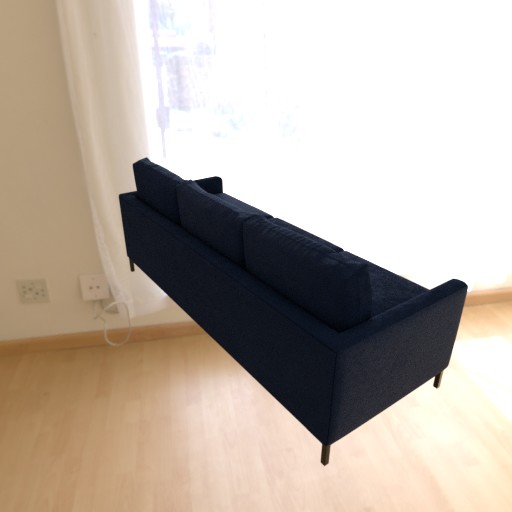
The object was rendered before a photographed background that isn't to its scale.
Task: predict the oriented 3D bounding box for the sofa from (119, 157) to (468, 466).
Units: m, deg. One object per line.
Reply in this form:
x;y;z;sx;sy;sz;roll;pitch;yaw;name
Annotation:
0.000;0.000;2.701;0.875;0.879;2.252;-17;31;-32;sofa
